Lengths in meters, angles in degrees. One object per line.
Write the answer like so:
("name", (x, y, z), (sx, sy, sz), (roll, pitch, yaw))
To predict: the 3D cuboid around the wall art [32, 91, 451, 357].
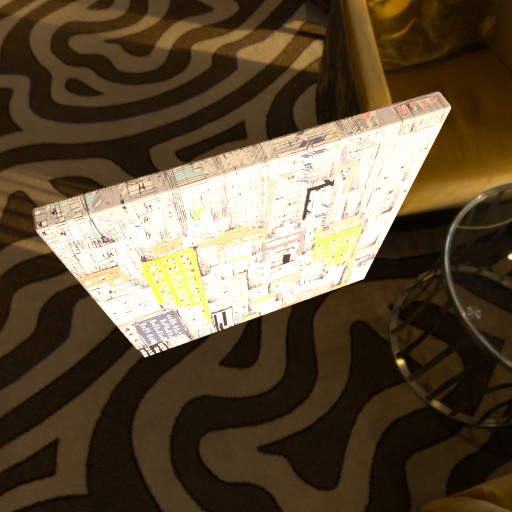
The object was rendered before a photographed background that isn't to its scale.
("wall art", (0.000, 0.000, 0.882), (0.607, 0.608, 0.038), (-18, 64, -9))
